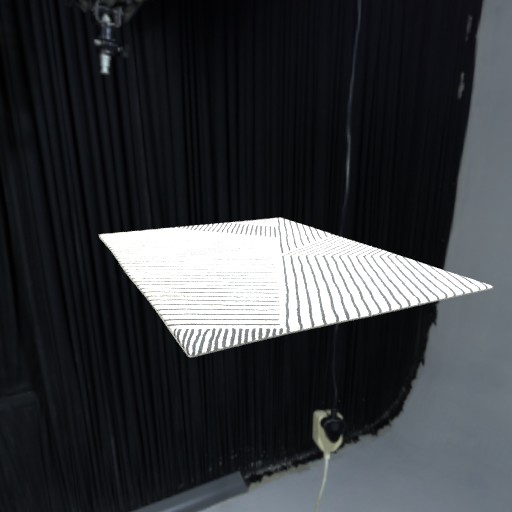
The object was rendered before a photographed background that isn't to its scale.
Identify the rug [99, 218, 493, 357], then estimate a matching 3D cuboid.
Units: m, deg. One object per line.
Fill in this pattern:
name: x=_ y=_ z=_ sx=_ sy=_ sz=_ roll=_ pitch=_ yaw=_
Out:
rug: x=0.000 y=0.000 z=3.193 sx=1.829 sy=0.028 sz=2.449 roll=-8 pitch=17 yaw=-26
